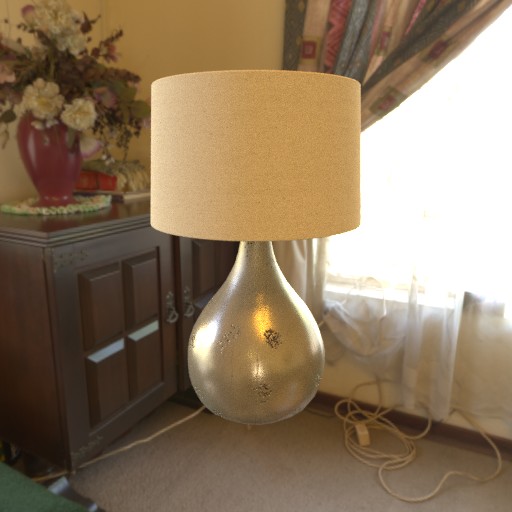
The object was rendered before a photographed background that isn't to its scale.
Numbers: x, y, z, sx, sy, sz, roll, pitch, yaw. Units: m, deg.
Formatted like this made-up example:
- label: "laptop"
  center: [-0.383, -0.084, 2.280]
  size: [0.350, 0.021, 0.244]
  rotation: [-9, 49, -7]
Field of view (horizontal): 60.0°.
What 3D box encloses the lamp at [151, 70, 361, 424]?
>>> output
- label: "lamp"
  center: [0.000, 0.000, 0.727]
  size: [0.330, 0.521, 0.330]
  rotation: [0, 14, 0]
